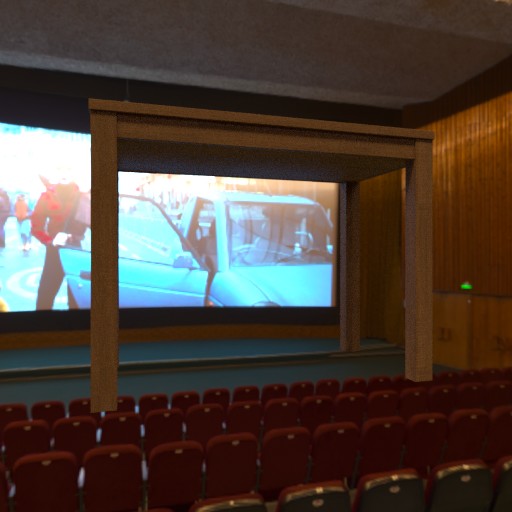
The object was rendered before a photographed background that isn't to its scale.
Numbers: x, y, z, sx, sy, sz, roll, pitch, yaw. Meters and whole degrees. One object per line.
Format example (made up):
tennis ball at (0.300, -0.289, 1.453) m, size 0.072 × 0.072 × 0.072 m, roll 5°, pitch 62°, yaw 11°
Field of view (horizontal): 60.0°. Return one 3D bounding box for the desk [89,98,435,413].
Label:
desk at (0.000, 0.000, 1.449) m, size 0.991 × 0.762 × 0.495 m, roll 0°, pitch 0°, yaw -17°
